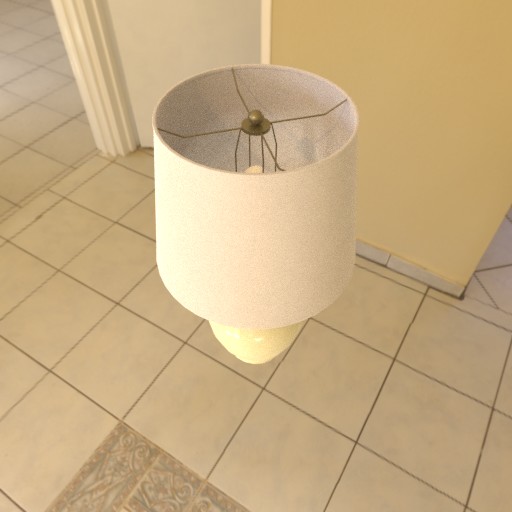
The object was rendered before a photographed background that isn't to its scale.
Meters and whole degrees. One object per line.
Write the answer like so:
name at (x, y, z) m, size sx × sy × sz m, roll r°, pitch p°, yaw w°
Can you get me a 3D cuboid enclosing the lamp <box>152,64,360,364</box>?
lamp at (0.000, 0.000, 0.554) m, size 0.239 × 0.399 × 0.239 m, roll 0°, pitch 48°, yaw 0°
